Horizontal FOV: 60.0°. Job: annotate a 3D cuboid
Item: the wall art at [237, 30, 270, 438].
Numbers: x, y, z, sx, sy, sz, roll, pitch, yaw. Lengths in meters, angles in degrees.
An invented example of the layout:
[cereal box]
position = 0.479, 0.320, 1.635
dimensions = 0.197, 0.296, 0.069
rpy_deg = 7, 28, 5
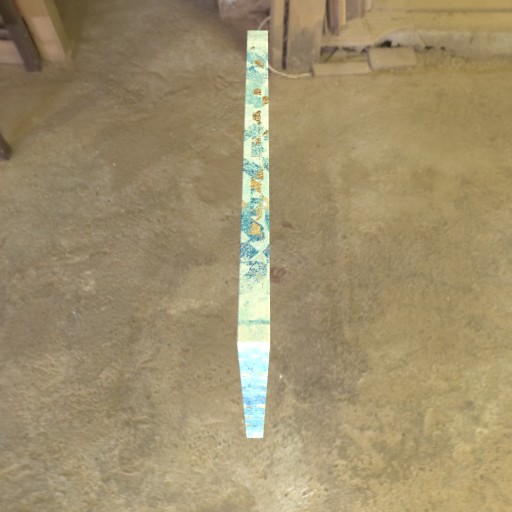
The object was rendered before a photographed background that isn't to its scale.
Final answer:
[wall art]
position = 0.000, 0.000, 0.922
dimensions = 0.040, 0.609, 0.609
rpy_deg = 1, 58, 0
